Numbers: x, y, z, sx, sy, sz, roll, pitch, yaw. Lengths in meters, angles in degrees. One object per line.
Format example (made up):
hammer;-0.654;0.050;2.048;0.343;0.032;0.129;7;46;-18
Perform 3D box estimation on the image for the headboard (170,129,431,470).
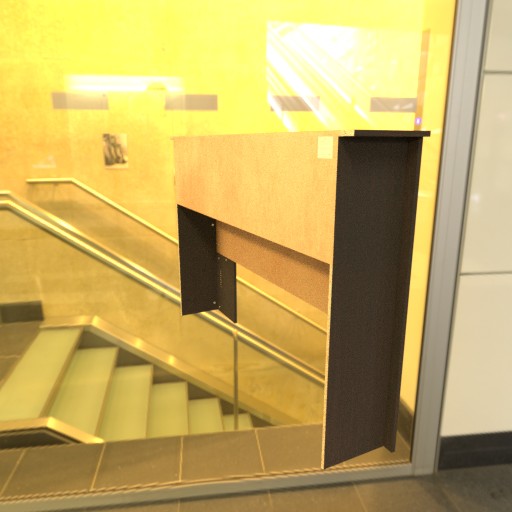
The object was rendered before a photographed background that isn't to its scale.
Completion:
headboard;0.000;0.000;2.070;0.279;1.092;1.671;-7;16;-26
